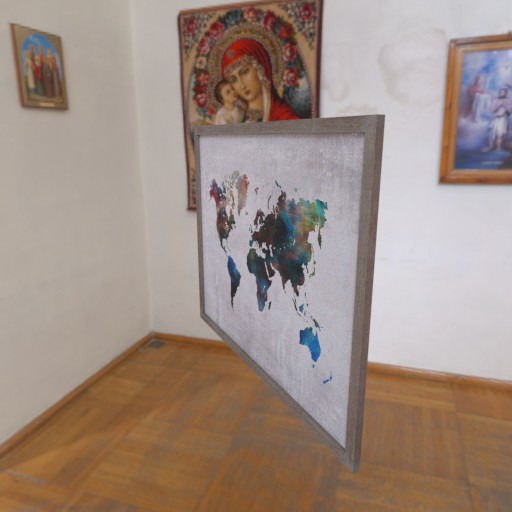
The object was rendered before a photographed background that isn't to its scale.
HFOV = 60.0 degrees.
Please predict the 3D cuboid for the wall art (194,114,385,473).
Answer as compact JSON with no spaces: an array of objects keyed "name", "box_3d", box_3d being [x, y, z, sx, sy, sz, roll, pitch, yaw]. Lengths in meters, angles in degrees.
[{"name":"wall art","box_3d":[0.000,0.000,1.342,0.019,0.774,1.012,-7,17,-26]}]
